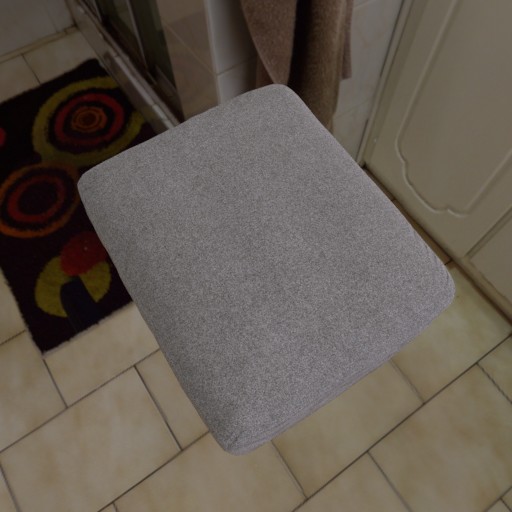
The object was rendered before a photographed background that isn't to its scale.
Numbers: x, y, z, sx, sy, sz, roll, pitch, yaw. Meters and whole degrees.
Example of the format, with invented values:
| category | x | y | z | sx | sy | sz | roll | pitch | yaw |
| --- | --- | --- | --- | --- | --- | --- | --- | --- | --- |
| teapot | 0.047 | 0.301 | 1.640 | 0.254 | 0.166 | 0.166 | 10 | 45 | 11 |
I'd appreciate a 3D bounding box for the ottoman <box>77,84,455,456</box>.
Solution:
| category | x | y | z | sx | sy | sz | roll | pitch | yaw |
| --- | --- | --- | --- | --- | --- | --- | --- | --- | --- |
| ottoman | 0.000 | 0.000 | 1.232 | 0.683 | 0.481 | 0.837 | -30 | 68 | -13 |
